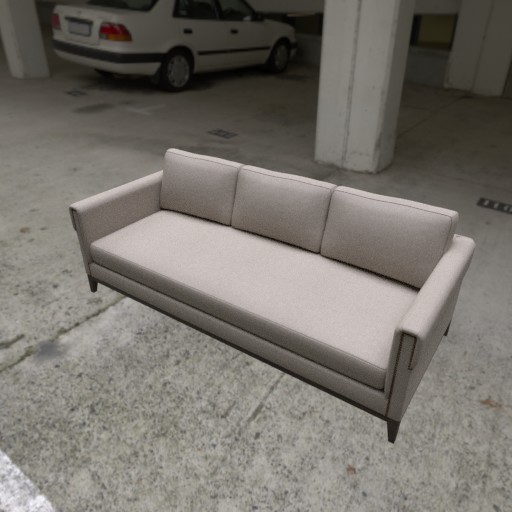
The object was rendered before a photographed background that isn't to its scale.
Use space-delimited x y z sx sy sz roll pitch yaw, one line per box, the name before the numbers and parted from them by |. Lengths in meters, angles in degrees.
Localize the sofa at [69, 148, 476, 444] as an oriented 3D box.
sofa | 0.000 0.000 2.674 2.210 0.838 0.959 19 35 30
